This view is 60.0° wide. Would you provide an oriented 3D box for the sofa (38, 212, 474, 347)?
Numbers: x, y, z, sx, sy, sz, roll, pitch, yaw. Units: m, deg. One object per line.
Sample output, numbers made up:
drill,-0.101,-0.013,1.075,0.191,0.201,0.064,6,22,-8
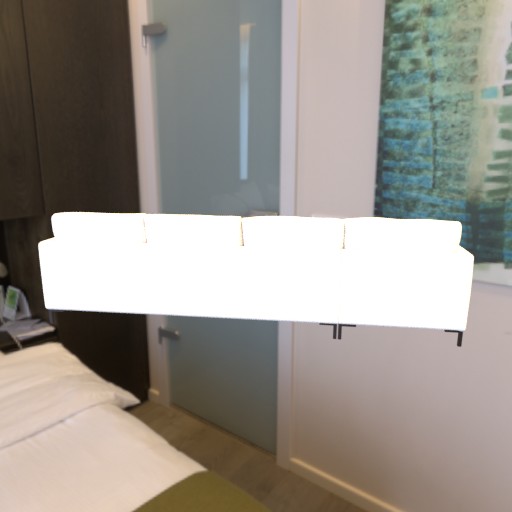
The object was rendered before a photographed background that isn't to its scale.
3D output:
sofa,0.000,0.000,3.875,3.186,0.875,1.467,2,13,8
